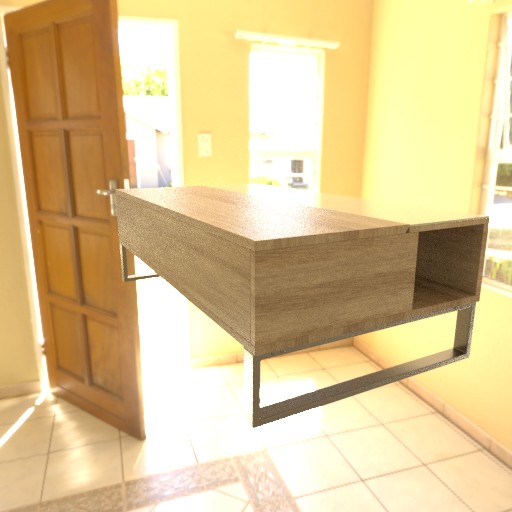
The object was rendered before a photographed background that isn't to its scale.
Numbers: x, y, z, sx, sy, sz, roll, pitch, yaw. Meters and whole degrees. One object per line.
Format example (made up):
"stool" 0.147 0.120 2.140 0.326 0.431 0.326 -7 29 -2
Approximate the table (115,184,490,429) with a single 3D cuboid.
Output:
"table" 0.000 0.000 1.367 0.600 0.350 1.100 -7 15 -28
